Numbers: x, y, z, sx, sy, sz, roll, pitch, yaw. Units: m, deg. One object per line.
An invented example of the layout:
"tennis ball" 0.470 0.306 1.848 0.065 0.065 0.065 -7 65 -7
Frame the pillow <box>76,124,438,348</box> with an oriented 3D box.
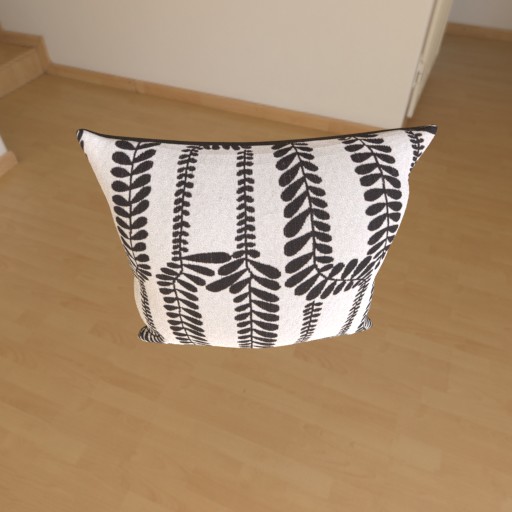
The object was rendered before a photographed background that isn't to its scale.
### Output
"pillow" 0.000 0.000 0.675 0.440 0.441 0.182 -2 46 -2
